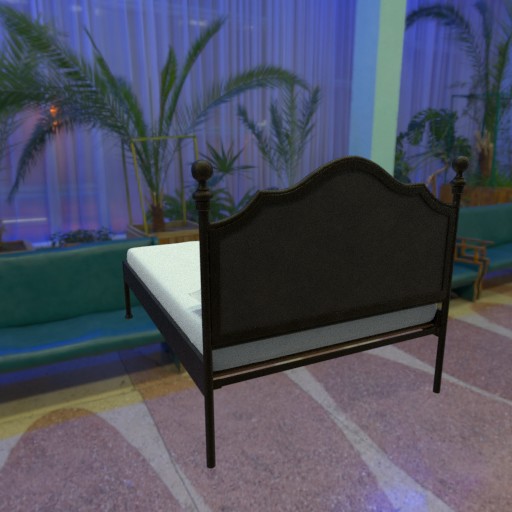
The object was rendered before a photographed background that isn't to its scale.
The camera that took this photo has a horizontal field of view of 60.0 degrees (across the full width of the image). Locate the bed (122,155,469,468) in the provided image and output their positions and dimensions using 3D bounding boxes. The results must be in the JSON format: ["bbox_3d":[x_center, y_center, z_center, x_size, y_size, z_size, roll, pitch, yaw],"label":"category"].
[{"bbox_3d":[0.000,0.000,3.291,1.642,1.499,2.224,-7,16,-25],"label":"bed"}]
